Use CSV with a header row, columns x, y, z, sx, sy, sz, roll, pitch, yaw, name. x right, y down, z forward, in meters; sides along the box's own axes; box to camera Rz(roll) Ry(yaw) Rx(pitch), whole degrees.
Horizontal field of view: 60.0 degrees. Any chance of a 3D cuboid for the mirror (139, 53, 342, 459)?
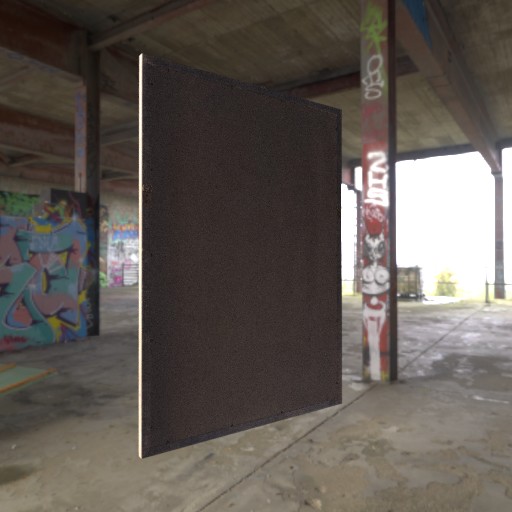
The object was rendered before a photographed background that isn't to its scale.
x,y,z,sx,sy,sz,roll,pitch,yaw,name
0.000,0.000,1.301,0.705,0.996,0.025,0,0,-36,mirror
